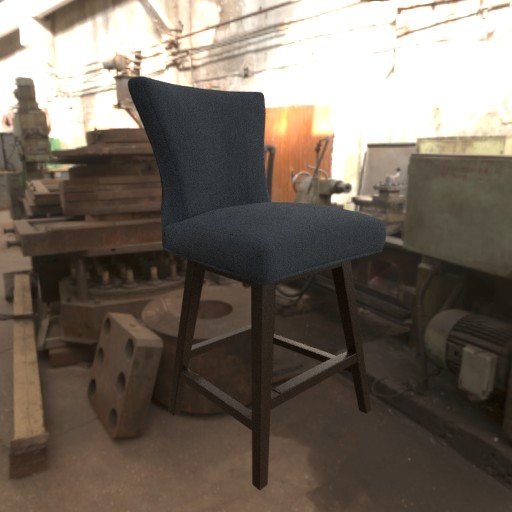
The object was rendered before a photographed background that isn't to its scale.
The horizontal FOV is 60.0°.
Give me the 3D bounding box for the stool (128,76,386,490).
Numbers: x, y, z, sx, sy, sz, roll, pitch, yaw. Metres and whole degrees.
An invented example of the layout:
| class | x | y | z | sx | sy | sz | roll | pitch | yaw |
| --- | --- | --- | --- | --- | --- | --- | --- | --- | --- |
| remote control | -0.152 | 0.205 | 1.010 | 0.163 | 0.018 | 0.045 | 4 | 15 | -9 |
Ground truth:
| class | x | y | z | sx | sy | sz | roll | pitch | yaw |
| --- | --- | --- | --- | --- | --- | --- | --- | --- | --- |
| stool | 0.000 | 0.000 | 1.314 | 0.514 | 1.000 | 0.574 | -12 | 18 | -42 |
